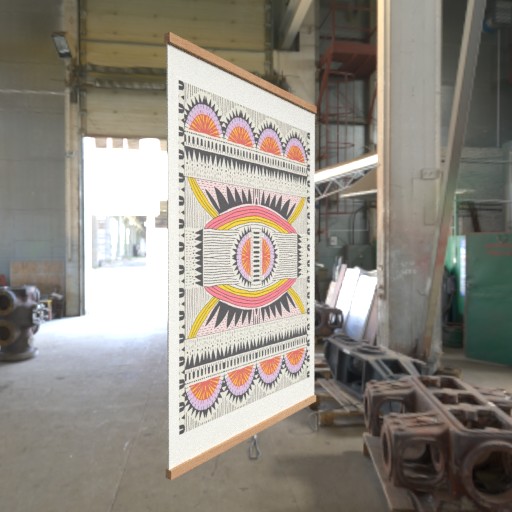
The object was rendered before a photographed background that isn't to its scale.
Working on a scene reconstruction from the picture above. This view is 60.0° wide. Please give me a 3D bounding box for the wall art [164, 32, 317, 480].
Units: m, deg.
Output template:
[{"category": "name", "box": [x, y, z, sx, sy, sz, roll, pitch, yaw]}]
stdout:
[{"category": "wall art", "box": [0.000, 0.000, 1.920, 0.028, 1.533, 0.999, 1, 1, 37]}]
